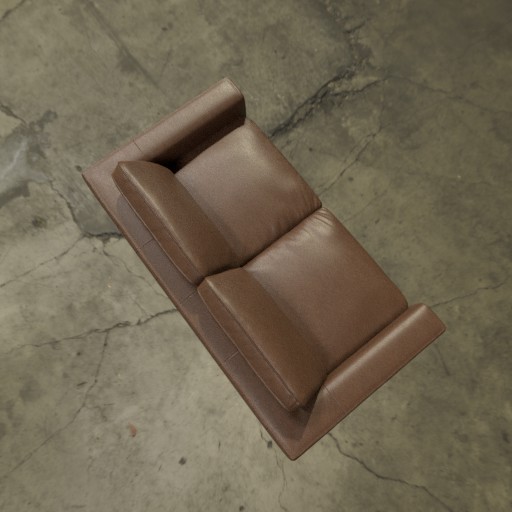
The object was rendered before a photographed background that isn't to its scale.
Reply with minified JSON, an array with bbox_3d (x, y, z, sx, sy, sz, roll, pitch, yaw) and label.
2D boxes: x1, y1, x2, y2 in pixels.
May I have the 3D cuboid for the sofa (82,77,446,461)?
[{"bbox_3d":[0.000,0.000,2.548,1.070,0.800,1.920,-37,79,-9],"label":"sofa"}]
